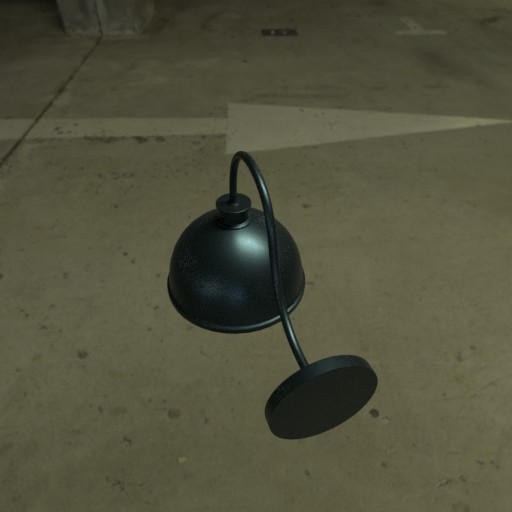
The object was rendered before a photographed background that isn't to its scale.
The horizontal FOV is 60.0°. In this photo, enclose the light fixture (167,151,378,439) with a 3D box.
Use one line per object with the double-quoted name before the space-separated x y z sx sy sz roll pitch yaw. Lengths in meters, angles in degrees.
"light fixture" 0.000 0.000 0.649 0.253 0.295 0.467 -13 43 -15
